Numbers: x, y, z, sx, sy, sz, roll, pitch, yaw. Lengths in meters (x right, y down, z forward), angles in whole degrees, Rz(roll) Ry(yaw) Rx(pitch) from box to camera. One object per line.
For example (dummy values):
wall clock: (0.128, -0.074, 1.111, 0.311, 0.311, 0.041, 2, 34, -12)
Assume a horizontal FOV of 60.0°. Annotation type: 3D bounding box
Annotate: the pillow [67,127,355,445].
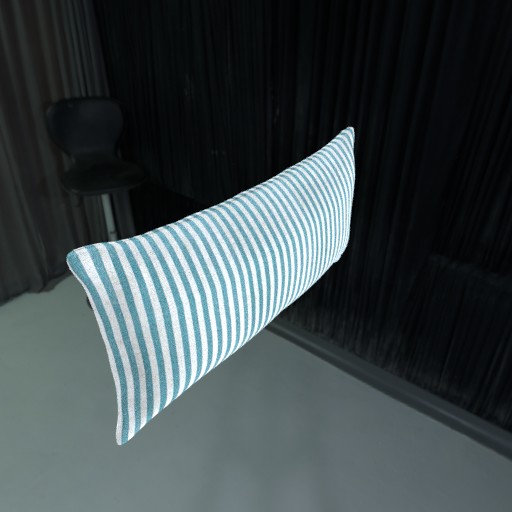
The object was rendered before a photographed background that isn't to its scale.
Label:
pillow: (0.000, 0.000, 0.720, 0.151, 0.295, 0.617, 21, 37, 31)
